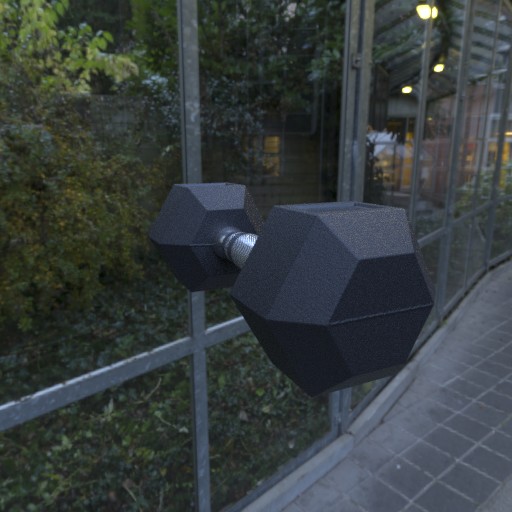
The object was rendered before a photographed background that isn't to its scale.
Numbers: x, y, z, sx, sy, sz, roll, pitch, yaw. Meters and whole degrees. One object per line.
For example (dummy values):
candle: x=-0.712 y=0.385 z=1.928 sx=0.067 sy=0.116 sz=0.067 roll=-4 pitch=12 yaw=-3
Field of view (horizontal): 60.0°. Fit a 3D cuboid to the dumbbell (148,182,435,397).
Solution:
dumbbell: x=0.000 y=0.000 z=0.326 sx=0.106 sy=0.092 sz=0.272 roll=-6 pitch=14 yaw=-25
